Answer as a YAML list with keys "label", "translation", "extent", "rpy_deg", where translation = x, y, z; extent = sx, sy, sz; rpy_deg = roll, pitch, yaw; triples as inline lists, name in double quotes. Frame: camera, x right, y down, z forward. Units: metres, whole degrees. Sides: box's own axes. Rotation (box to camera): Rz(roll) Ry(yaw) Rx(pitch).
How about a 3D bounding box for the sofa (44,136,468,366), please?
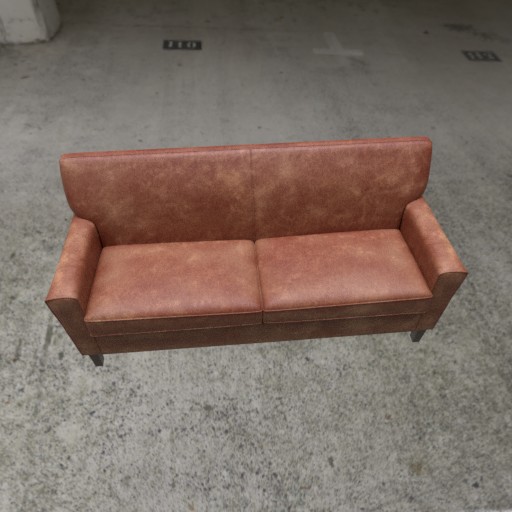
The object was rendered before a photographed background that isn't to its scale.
- label: "sofa"
  translation: [0.000, 0.000, 2.490]
  extent: [2.053, 0.947, 0.805]
  rpy_deg: [-4, 46, -3]
